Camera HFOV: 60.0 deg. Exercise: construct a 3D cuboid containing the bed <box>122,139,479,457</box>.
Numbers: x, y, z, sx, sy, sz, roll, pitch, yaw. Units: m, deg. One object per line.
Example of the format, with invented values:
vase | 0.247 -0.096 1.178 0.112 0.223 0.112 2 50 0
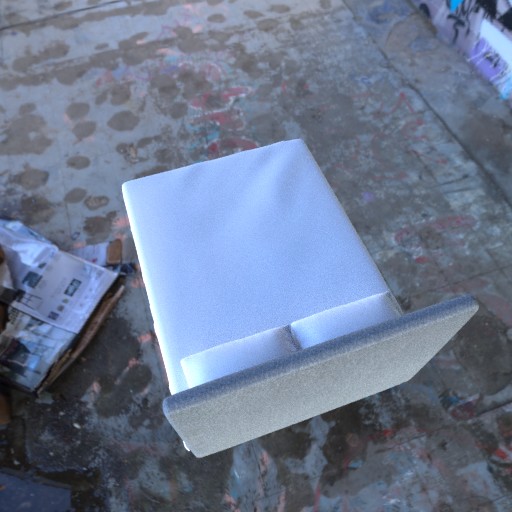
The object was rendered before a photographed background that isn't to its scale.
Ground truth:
bed | 0.000 0.000 3.176 1.723 1.330 2.142 -16 59 -10
